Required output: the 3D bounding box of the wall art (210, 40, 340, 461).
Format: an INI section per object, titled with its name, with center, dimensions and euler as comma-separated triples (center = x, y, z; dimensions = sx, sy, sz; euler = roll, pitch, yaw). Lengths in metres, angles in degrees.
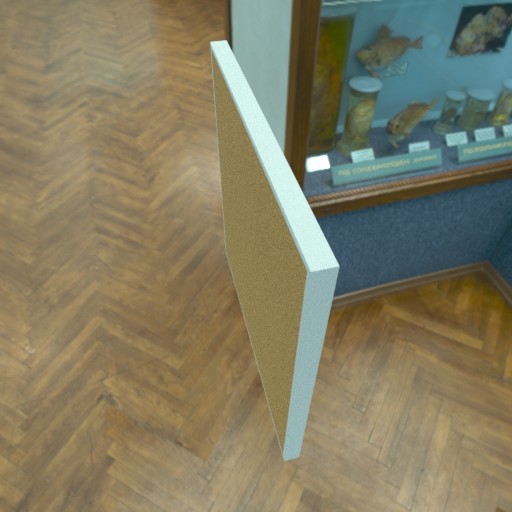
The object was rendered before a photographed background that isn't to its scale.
[wall art]
center = 0.000, 0.000, 1.130
dimensions = 0.041, 0.765, 0.768
euler = -11, 49, -9
